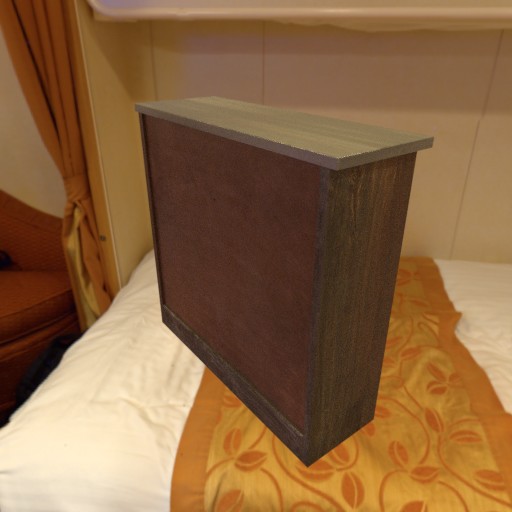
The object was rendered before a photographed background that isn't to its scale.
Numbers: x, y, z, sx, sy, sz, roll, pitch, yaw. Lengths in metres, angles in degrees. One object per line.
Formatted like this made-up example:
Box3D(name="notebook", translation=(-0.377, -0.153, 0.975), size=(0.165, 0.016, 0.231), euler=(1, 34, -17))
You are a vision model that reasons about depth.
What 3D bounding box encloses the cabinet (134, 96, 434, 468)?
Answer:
Box3D(name="cabinet", translation=(0.000, 0.000, 1.513), size=(0.338, 0.919, 0.968), euler=(-19, 32, -33))
